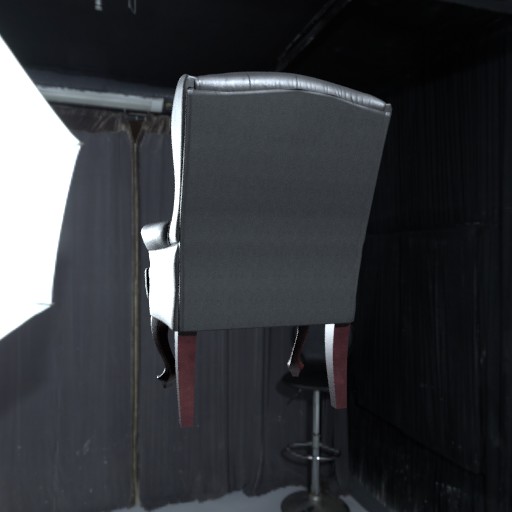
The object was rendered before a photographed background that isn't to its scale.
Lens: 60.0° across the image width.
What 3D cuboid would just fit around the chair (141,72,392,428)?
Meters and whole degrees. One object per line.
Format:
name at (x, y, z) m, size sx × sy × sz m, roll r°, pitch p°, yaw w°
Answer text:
chair at (0.000, 0.000, 1.699) m, size 0.831 × 1.133 × 0.822 m, roll 0°, pitch 0°, yaw -18°
